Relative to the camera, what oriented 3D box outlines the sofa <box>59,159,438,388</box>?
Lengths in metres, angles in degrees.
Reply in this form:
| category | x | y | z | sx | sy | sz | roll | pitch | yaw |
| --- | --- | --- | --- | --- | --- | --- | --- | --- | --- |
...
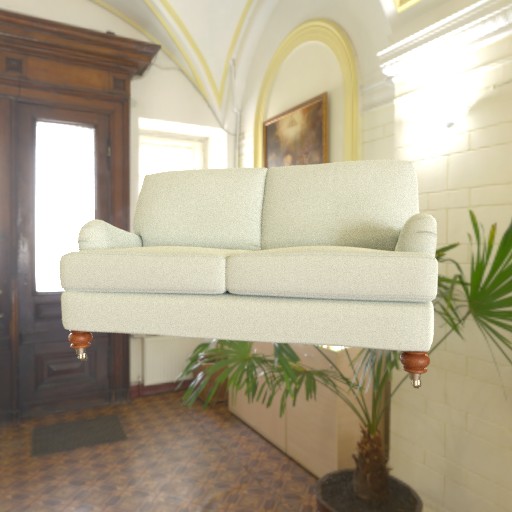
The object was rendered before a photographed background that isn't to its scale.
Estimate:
| category | x | y | z | sx | sy | sz | roll | pitch | yaw |
| --- | --- | --- | --- | --- | --- | --- | --- | --- | --- |
| sofa | 0.000 | 0.000 | 2.494 | 1.853 | 1.101 | 1.084 | 0 | 1 | 16 |
